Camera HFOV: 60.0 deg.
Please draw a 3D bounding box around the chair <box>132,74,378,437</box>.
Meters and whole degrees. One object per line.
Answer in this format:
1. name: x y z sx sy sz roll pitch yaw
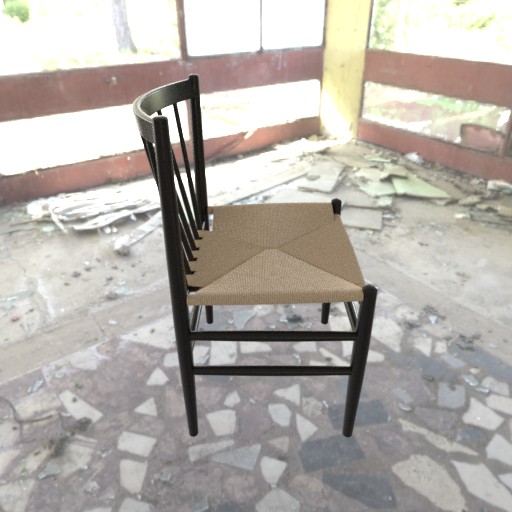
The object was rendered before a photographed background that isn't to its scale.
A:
1. chair: 0.000 0.000 1.154 0.516 0.818 0.495 0 31 0
